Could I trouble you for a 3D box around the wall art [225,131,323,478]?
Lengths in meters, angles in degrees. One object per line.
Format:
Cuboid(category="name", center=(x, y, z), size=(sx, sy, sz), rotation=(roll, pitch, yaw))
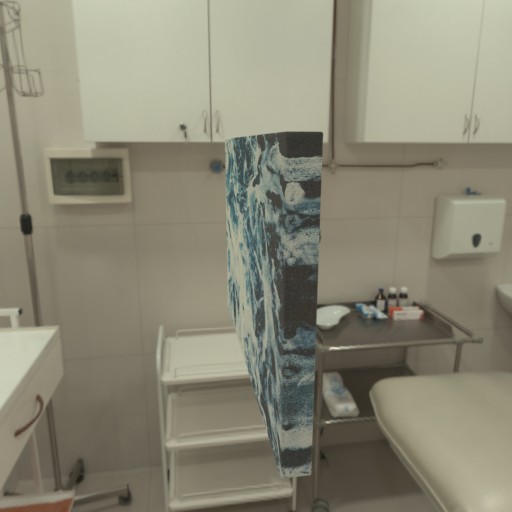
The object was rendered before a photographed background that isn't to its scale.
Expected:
Cuboid(category="wall art", center=(0.000, 0.000, 0.782), size=(0.043, 0.407, 0.609), rotation=(-2, 14, -9))
